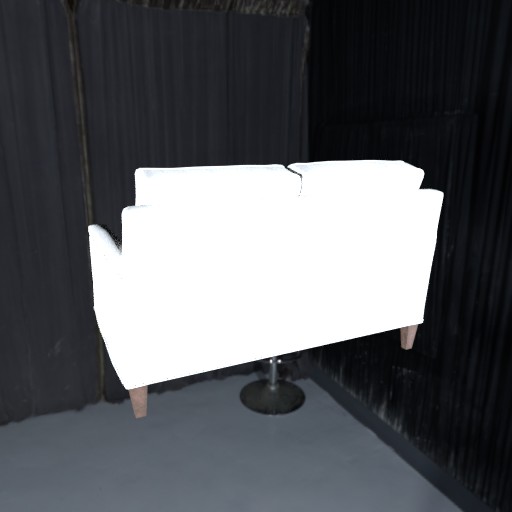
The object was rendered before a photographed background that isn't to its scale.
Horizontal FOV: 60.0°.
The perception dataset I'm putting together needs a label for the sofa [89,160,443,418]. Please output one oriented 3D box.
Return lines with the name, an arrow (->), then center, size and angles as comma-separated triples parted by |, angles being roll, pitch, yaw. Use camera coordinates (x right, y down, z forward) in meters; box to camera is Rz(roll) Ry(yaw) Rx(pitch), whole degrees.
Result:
sofa -> 0.000, 0.000, 2.358 | 1.597, 1.003, 1.084 | -7, 16, -25
